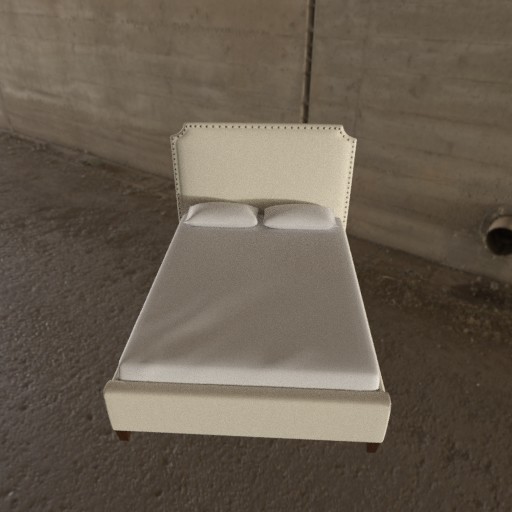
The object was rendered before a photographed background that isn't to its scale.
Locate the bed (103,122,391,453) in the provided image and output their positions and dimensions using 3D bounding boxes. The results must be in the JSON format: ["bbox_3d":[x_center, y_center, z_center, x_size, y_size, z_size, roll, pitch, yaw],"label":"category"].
[{"bbox_3d":[0.000,0.000,3.424,1.712,1.443,2.372,2,31,3],"label":"bed"}]
